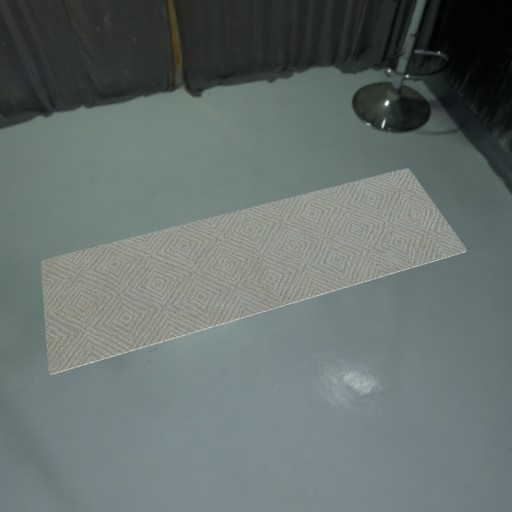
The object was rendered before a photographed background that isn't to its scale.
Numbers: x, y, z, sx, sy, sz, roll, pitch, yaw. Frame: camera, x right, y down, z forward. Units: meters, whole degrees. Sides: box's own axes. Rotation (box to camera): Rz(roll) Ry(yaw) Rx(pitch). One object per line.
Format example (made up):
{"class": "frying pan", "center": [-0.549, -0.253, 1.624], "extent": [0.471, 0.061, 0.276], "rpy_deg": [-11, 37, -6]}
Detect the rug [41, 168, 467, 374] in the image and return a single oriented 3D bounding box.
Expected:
{"class": "rug", "center": [0.000, 0.000, 2.468], "extent": [2.277, 0.008, 0.676], "rpy_deg": [-15, 58, -10]}
